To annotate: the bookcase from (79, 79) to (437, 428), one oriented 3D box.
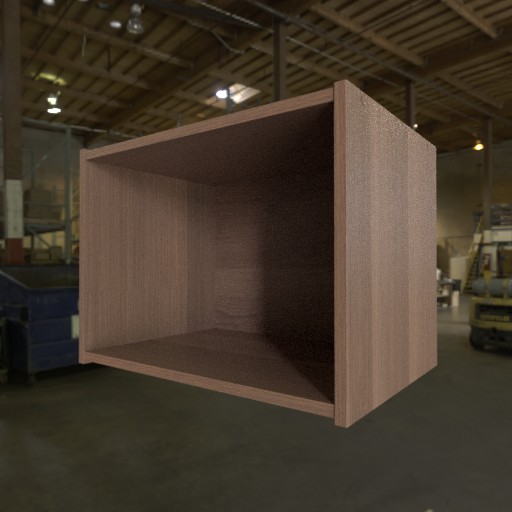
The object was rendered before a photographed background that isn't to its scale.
[{"bbox_3d":[0.000,0.000,0.627,0.415,0.305,0.290,-1,-1,37],"label":"bookcase"}]
